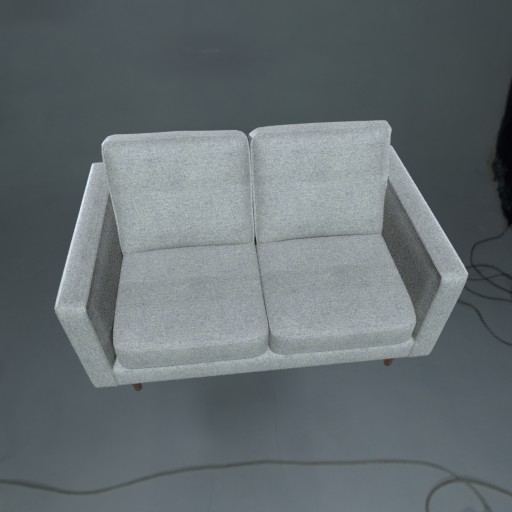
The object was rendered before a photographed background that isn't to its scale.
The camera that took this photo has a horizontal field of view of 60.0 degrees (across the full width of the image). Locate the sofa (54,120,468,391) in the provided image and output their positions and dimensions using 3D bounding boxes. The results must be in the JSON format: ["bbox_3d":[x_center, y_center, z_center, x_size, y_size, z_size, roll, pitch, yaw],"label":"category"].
[{"bbox_3d":[0.000,0.000,2.096,1.527,0.973,0.969,-4,46,-4],"label":"sofa"}]
